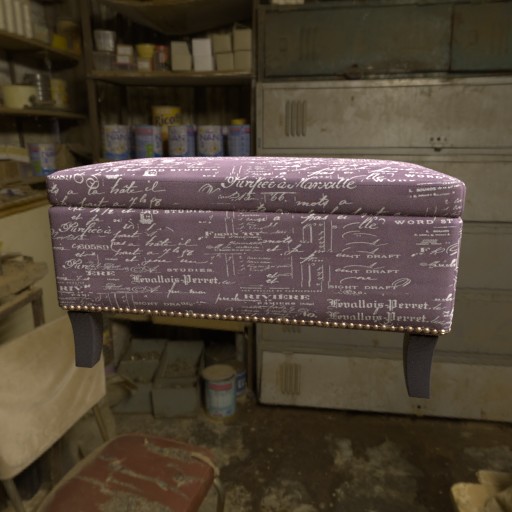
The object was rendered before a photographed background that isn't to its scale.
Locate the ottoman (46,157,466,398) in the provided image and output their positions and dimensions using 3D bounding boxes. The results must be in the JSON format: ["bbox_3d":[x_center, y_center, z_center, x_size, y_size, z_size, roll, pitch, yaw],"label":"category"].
[{"bbox_3d":[0.000,0.000,1.056,0.813,0.457,0.406,3,15,9],"label":"ottoman"}]
